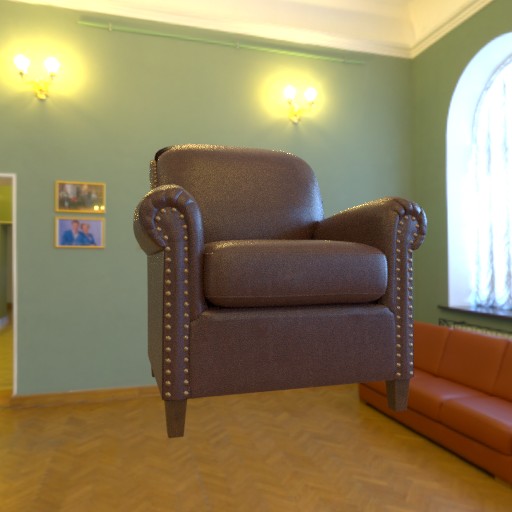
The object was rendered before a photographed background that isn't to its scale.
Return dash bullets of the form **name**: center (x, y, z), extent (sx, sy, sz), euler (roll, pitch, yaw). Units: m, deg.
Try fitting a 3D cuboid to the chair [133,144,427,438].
- **chair**: center (0.000, 0.000, 1.582), extent (0.854, 0.927, 0.890), euler (0, -1, -17)
